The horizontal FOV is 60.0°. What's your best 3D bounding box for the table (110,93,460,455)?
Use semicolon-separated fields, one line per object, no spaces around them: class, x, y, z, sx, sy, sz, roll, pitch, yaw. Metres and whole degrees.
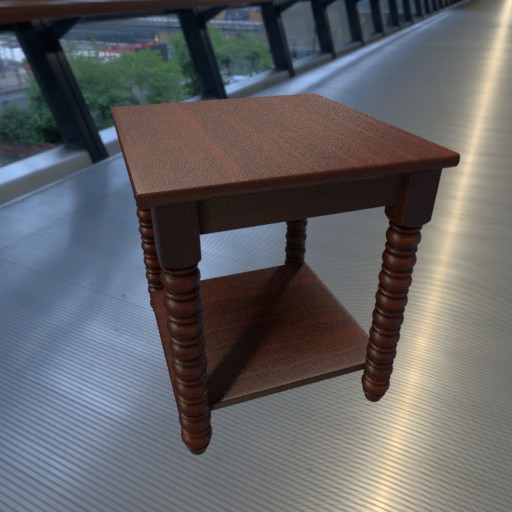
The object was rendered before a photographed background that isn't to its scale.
table;0.000;0.000;0.979;0.500;0.567;0.533;-10;32;-16
